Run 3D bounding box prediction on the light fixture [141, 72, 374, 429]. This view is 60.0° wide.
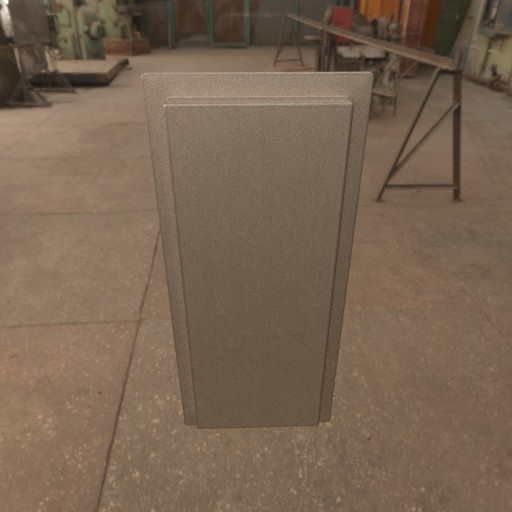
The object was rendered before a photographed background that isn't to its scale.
[{"bbox_3d":[0.000,0.000,0.469,0.168,0.380,0.160,-1,31,-1],"label":"light fixture"}]
